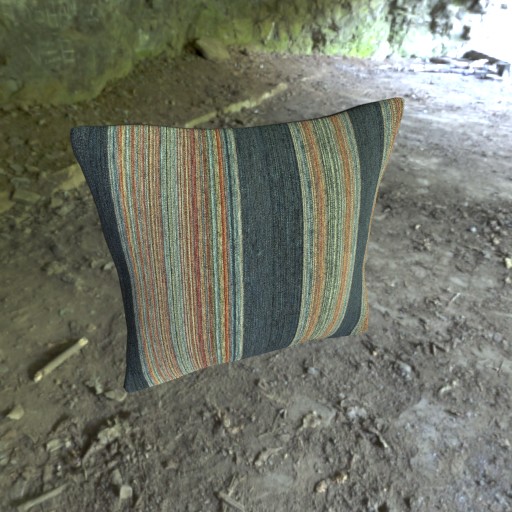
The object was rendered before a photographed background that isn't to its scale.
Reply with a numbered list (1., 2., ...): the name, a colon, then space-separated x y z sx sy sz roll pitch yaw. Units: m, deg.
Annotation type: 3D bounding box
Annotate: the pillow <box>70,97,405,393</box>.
1. pillow: 0.000 0.000 0.648 0.437 0.419 0.136 -11 33 -17
